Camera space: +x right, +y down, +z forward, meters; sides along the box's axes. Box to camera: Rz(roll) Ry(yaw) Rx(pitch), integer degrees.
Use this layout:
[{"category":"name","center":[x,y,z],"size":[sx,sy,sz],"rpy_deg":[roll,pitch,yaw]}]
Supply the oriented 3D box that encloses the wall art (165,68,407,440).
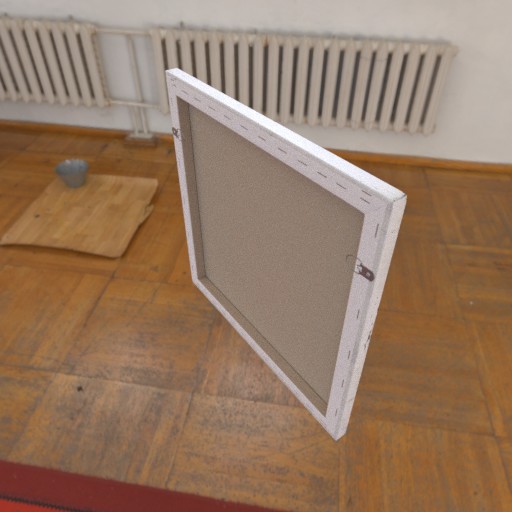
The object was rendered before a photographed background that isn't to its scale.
[{"category":"wall art","center":[0.000,0.000,1.171],"size":[0.038,0.762,0.762],"rpy_deg":[-26,47,-27]}]
